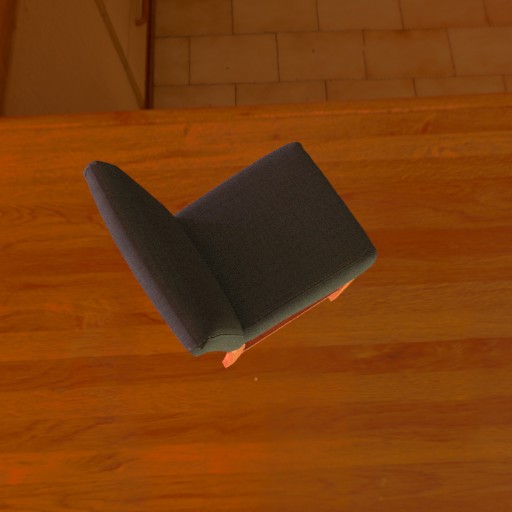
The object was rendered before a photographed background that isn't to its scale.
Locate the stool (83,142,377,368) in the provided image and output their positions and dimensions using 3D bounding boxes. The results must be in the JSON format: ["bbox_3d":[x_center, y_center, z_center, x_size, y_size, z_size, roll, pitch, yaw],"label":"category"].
[{"bbox_3d":[0.000,0.000,1.370,0.574,1.088,0.454,-32,77,-8],"label":"stool"}]
